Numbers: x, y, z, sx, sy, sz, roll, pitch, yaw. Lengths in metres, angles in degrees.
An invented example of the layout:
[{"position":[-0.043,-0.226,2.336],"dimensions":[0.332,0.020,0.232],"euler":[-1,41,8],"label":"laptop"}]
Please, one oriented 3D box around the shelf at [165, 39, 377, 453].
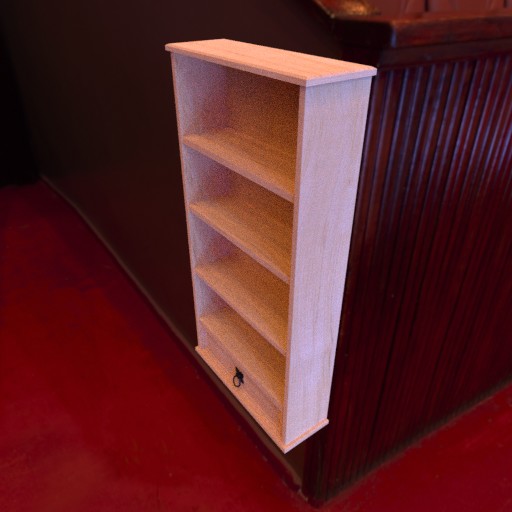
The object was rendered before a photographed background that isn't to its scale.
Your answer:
[{"position":[0.000,0.000,1.228],"dimensions":[0.175,1.030,0.520],"euler":[-21,38,-30],"label":"shelf"}]
